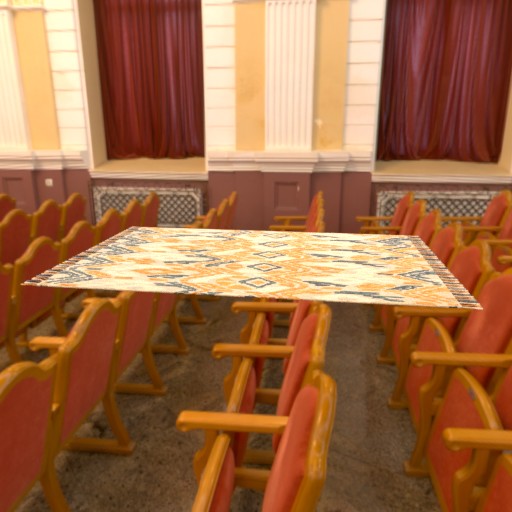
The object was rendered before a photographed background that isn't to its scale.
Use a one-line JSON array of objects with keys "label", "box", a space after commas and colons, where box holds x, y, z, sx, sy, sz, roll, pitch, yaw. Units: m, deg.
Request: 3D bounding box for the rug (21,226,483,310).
[{"label": "rug", "box": [0.000, 0.000, 3.013, 2.428, 0.010, 1.533, 2, 16, 8]}]
